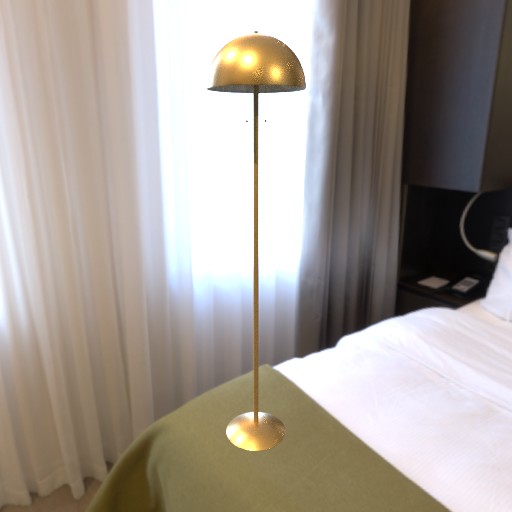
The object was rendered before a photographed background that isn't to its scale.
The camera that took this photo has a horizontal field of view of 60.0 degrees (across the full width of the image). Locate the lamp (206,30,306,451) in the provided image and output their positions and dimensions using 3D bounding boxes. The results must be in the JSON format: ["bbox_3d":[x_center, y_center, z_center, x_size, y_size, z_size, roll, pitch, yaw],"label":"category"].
[{"bbox_3d":[0.000,0.000,1.606,0.328,1.480,0.328,8,18,25],"label":"lamp"}]
